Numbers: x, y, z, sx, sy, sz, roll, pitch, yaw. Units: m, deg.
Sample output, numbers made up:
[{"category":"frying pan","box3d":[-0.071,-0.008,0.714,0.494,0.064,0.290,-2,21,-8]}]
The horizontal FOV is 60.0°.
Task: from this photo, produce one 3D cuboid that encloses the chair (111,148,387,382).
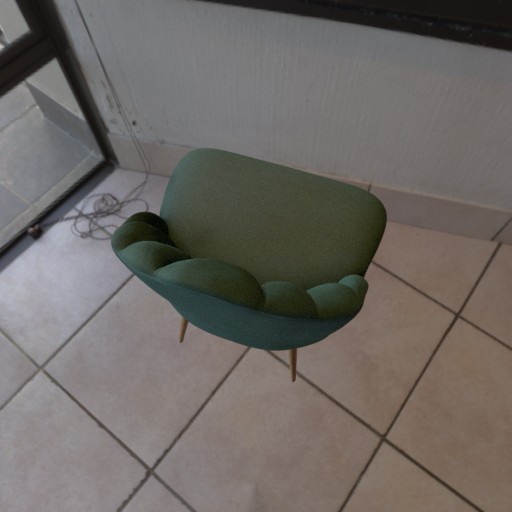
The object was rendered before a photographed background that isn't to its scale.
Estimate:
[{"category":"chair","box3d":[0.000,0.000,1.280,0.657,0.819,0.599,17,64,9]}]
